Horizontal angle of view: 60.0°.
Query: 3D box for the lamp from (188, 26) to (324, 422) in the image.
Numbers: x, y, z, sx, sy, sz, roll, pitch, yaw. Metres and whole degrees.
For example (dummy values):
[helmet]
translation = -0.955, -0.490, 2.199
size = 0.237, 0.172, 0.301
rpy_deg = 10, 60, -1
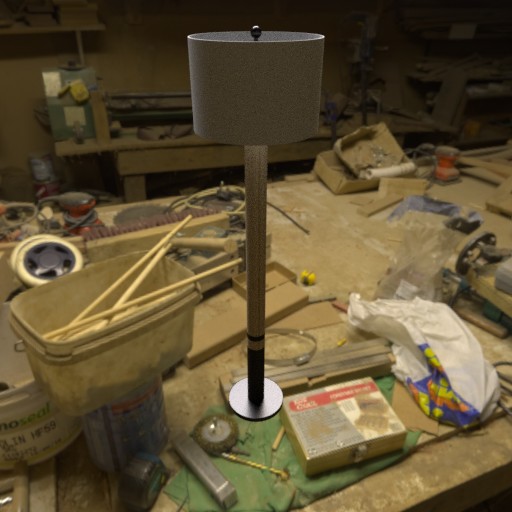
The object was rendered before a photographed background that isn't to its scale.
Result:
[lamp]
translation = 0.000, 0.000, 1.603
size = 0.381, 1.478, 0.381
rpy_deg = -11, 32, -18
